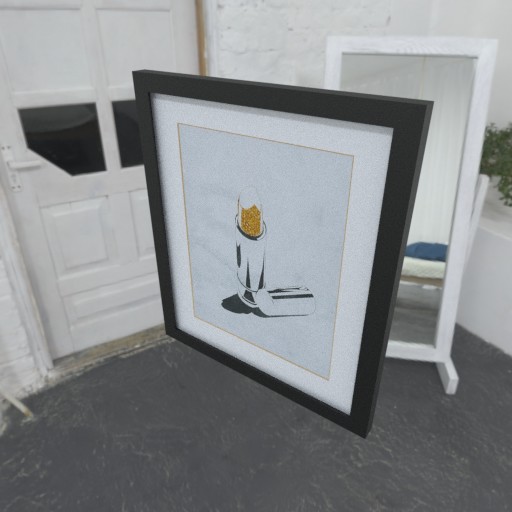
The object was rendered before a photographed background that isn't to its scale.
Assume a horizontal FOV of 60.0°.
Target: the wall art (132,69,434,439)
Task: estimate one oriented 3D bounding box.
[{"bbox_3d":[0.000,0.000,0.519,0.330,0.381,0.019,19,35,30],"label":"wall art"}]
